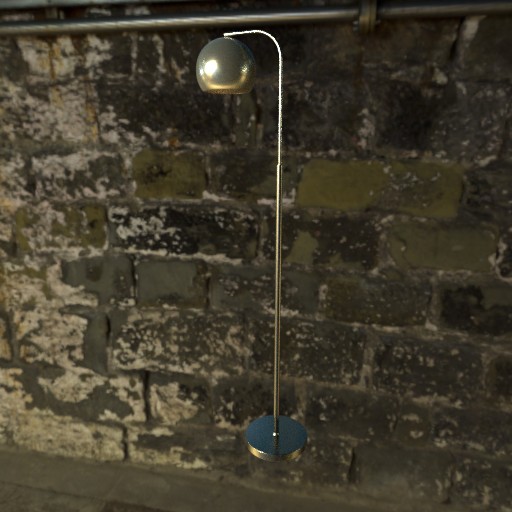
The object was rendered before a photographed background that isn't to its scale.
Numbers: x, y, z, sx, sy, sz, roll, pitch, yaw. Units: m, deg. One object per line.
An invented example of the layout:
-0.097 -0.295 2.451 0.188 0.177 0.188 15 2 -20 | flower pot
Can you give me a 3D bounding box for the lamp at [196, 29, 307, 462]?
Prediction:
0.000 0.000 1.636 0.431 1.526 0.250 7 16 25 | lamp
